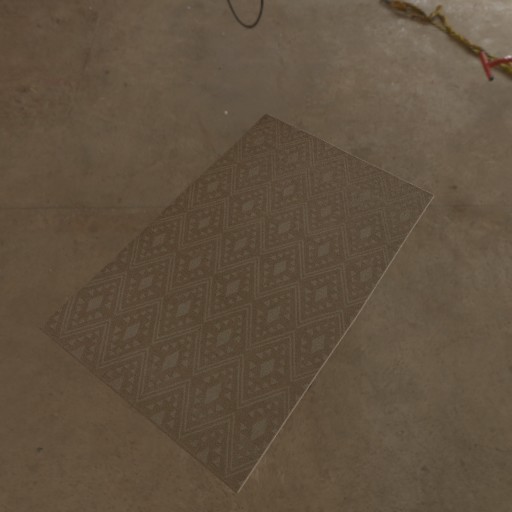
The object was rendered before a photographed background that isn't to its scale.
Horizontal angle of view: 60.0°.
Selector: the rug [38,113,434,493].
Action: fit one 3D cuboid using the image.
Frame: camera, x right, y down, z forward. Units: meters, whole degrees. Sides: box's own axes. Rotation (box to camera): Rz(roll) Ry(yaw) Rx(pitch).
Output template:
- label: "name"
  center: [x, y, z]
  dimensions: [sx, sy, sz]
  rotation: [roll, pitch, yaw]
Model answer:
- label: "rug"
  center: [0.000, 0.000, 3.019]
  dimensions: [1.553, 0.053, 2.430]
  rotation: [32, 63, 18]
